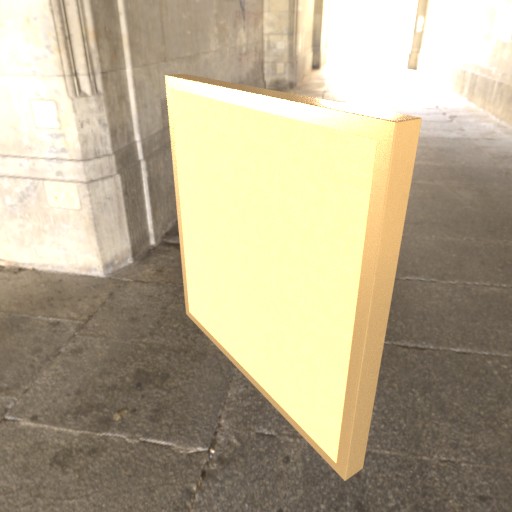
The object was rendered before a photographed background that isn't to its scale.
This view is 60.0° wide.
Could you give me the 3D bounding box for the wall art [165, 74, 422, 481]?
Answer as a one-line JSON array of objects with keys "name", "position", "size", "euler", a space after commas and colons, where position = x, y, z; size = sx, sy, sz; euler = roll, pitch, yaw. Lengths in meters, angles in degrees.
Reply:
[{"name": "wall art", "position": [0.000, 0.000, 0.432], "size": [0.023, 0.305, 0.305], "euler": [-18, 33, -30]}]
